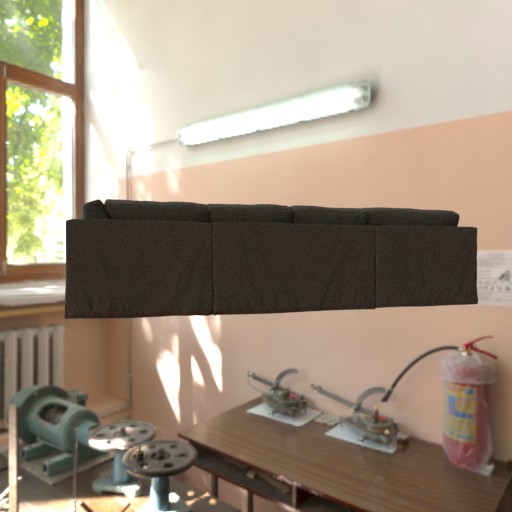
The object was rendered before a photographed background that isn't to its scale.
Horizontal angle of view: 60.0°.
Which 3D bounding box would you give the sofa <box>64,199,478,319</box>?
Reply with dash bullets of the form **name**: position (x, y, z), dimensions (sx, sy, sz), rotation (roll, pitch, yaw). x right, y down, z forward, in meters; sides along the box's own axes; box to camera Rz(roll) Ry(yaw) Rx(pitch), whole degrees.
- **sofa**: position (0.000, 0.000, 4.658), dimensions (3.528, 0.878, 2.476), rotation (0, 0, -17)
